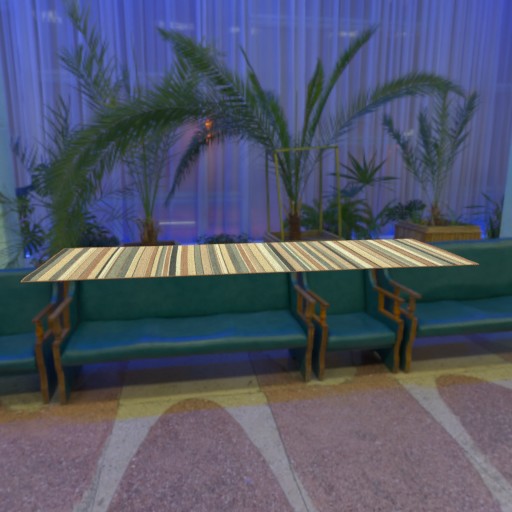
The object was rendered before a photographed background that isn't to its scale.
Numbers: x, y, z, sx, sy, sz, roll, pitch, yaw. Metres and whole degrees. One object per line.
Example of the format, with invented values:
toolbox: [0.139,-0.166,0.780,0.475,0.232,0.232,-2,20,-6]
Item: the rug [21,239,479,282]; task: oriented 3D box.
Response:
rug: [0.000,0.000,2.711,2.444,0.010,0.799,-2,13,-8]
